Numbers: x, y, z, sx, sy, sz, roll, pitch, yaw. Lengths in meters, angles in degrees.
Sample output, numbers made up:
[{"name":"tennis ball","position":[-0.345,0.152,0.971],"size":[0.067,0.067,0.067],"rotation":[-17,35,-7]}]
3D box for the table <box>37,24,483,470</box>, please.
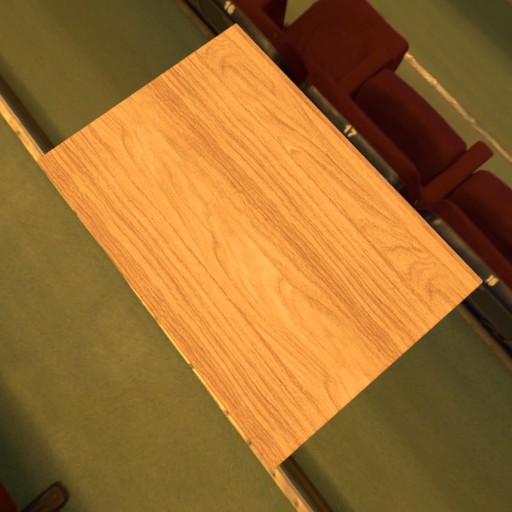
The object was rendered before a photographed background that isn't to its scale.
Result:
[{"name":"table","position":[0.000,0.000,0.793],"size":[0.360,0.440,0.500],"rotation":[-38,79,-9]}]
